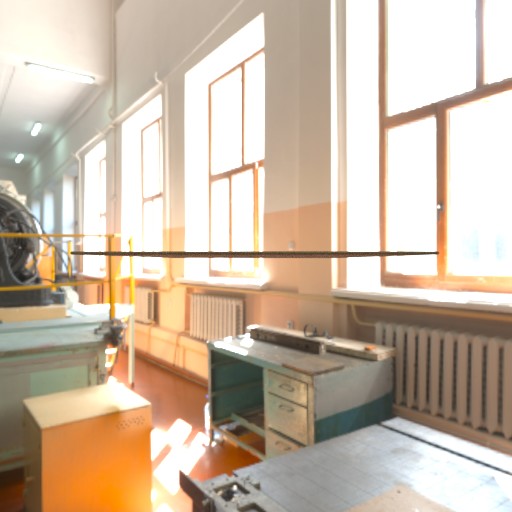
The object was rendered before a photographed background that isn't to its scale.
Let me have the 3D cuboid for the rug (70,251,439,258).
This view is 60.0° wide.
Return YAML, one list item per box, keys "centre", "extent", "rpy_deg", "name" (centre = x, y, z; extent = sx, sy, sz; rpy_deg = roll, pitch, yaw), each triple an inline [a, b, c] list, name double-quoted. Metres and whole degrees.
- centre: [0.000, 0.000, 2.952]
  extent: [1.526, 0.014, 2.290]
  rpy_deg: [0, -1, 0]
  name: "rug"
